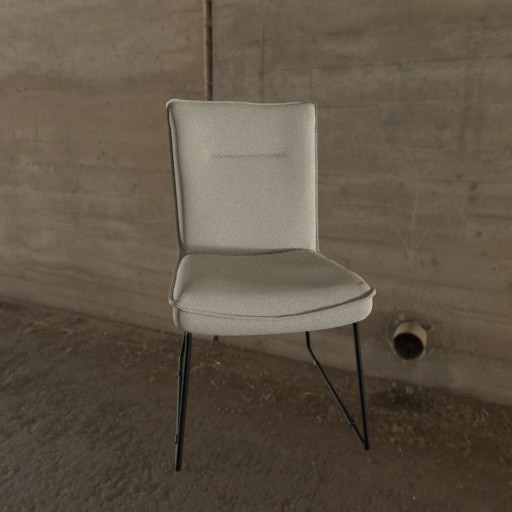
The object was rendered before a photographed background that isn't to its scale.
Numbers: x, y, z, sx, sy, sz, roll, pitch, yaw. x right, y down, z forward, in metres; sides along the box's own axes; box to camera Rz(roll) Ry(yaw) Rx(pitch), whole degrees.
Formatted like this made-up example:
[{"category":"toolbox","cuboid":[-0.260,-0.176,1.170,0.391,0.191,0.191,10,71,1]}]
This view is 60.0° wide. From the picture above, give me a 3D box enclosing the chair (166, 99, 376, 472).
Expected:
[{"category":"chair","cuboid":[0.000,0.000,1.336,0.515,0.930,0.688,-2,16,-8]}]
